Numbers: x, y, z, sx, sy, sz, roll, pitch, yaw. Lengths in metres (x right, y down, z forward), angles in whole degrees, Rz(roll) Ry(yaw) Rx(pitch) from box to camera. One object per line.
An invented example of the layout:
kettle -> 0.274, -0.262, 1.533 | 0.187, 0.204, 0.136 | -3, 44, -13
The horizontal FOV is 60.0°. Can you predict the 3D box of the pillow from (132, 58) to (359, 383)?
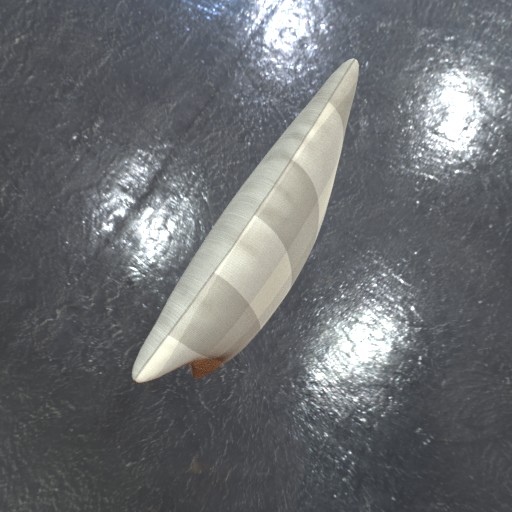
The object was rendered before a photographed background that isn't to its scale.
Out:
pillow -> 0.000, 0.000, 0.799 | 0.161, 0.509, 0.511 | 32, 77, 8
